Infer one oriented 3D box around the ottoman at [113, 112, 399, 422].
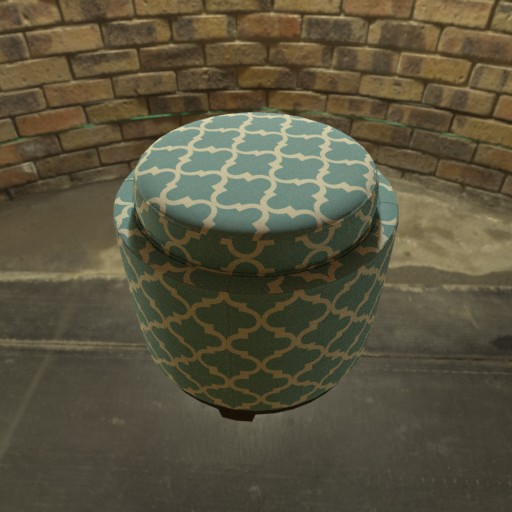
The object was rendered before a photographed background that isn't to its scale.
[{"bbox_3d":[0.000,0.000,0.846,0.480,0.429,0.480,0,42,0],"label":"ottoman"}]
